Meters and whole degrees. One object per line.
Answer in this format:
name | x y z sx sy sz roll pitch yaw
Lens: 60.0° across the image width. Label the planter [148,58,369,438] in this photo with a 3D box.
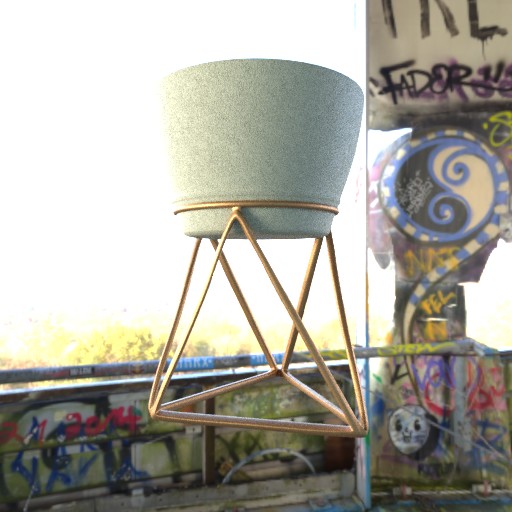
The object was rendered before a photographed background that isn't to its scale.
planter | 0.000 0.000 0.737 0.350 0.504 0.350 0 0 -18
